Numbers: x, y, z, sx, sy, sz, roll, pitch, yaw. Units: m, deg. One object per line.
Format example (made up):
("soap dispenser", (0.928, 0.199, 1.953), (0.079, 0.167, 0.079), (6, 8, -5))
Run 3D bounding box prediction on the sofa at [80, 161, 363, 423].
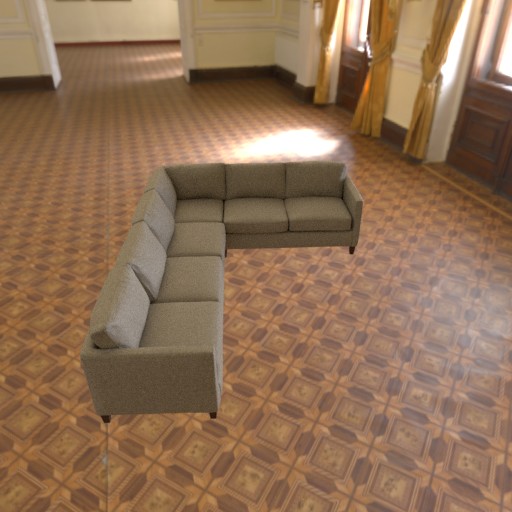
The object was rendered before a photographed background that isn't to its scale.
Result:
("sofa", (0.000, 0.000, 4.507), (2.593, 0.947, 3.302), (-1, 32, -2))
